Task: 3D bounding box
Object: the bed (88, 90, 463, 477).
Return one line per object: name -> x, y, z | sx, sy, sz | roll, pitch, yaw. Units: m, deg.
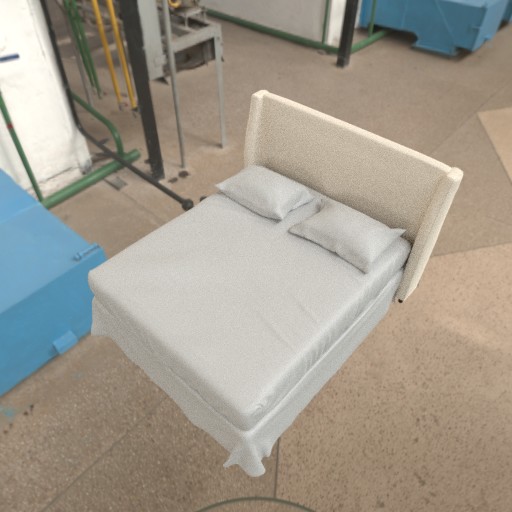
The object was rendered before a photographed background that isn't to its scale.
bed -> 0.000, 0.000, 3.419 | 1.925, 1.332, 2.276 | 33, 54, 28
